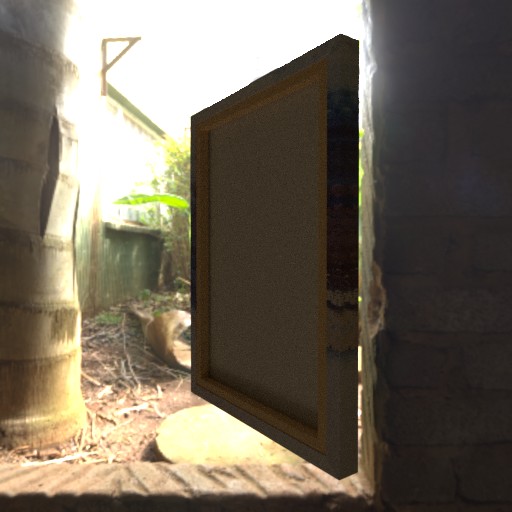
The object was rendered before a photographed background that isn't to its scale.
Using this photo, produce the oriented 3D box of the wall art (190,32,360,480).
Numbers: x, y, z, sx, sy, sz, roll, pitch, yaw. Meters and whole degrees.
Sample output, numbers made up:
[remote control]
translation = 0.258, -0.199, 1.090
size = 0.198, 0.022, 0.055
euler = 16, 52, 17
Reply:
[wall art]
translation = 0.000, 0.000, 0.764
size = 0.036, 0.581, 0.437
euler = -1, 1, -34
